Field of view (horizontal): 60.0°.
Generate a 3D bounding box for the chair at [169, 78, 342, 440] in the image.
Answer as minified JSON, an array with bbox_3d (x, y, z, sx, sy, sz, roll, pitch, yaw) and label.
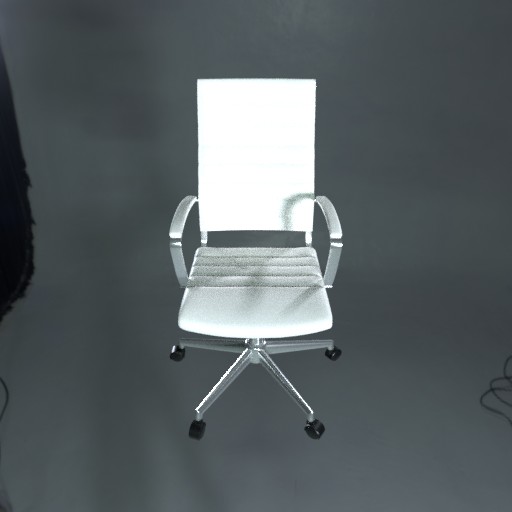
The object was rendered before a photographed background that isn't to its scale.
[{"bbox_3d":[0.000,0.000,1.646,0.766,1.149,0.739,0,29,0],"label":"chair"}]
